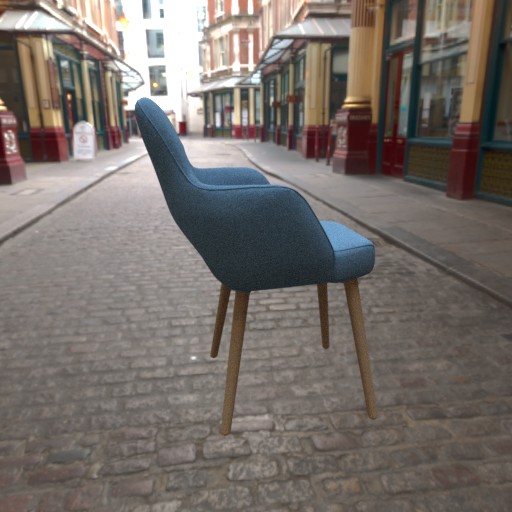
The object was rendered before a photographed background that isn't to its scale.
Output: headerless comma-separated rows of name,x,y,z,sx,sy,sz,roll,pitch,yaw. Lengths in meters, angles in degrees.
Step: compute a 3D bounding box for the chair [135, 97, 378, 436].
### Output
chair,0.000,0.000,1.373,0.666,0.920,0.589,-3,16,-9
